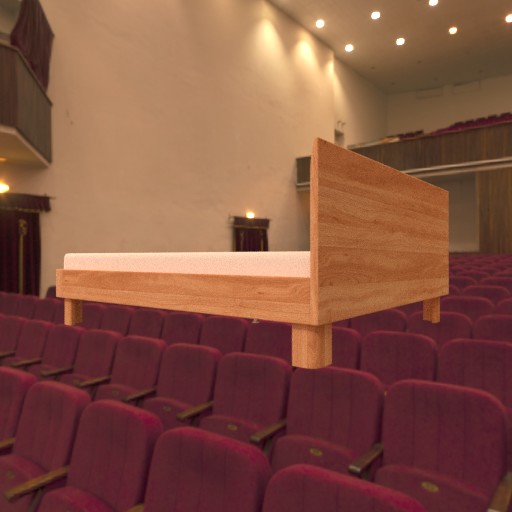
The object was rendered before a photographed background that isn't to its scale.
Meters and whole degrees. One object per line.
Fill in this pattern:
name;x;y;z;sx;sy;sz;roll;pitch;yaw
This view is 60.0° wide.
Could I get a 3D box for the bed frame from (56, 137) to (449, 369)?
bed frame;0.000;0.000;3.131;2.092;0.940;1.872;0;0;38
